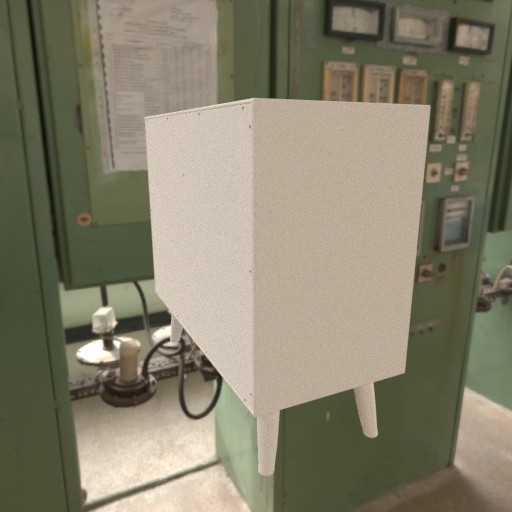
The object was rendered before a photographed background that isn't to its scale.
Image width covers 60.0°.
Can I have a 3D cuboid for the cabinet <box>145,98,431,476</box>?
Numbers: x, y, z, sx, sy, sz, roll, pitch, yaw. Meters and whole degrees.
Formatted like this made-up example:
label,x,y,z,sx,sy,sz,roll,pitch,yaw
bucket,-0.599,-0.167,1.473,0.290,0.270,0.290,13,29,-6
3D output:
label,x,y,z,sx,sy,sz,roll,pitch,yaw
cabinet,0.000,0.000,1.237,0.398,0.761,0.800,-7,17,-25
